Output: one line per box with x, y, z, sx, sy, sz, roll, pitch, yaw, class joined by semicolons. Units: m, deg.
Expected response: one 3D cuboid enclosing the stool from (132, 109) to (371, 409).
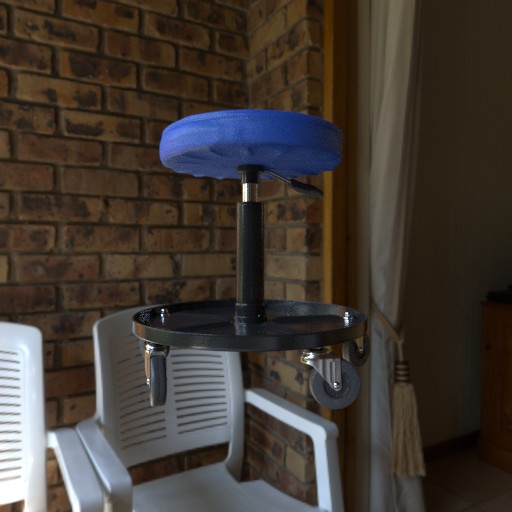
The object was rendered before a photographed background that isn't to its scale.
0.000;0.000;0.676;0.382;0.365;0.381;-1;2;-35;stool
